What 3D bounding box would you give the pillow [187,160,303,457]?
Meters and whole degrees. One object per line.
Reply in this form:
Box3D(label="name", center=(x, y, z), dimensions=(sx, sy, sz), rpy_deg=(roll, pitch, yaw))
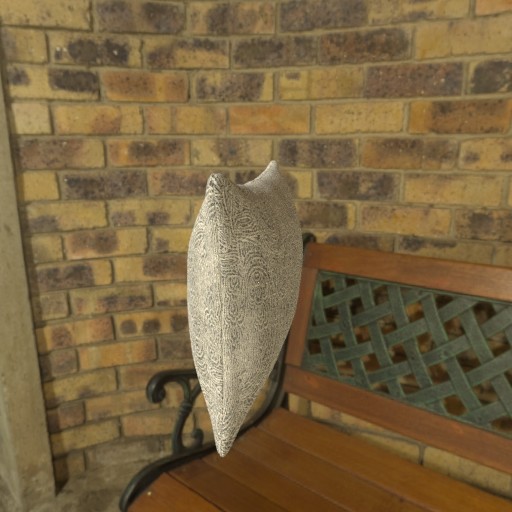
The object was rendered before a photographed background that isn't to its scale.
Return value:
Box3D(label="pillow", center=(0.000, 0.000, 0.723), dimensions=(0.151, 0.295, 0.615), rpy_deg=(2, 14, 7))
